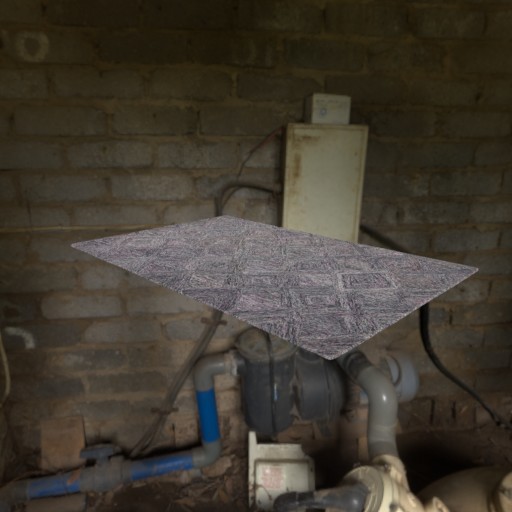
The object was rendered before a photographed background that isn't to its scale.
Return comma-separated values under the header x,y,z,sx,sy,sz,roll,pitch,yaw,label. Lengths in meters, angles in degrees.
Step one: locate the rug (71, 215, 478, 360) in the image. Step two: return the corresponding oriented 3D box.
x,y,z,sx,sy,sz,roll,pitch,yaw,label
0.000,0.000,2.227,1.752,0.013,1.158,16,23,42,rug
